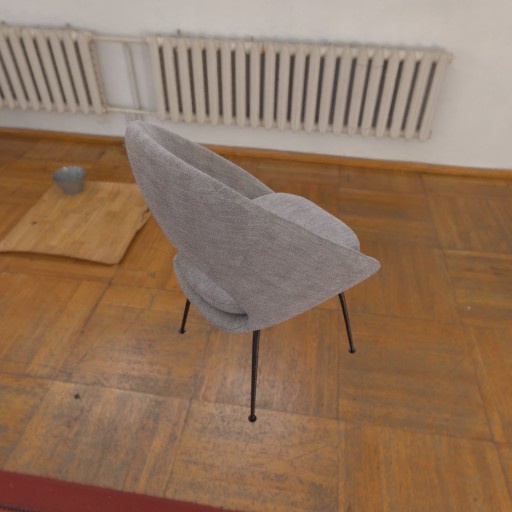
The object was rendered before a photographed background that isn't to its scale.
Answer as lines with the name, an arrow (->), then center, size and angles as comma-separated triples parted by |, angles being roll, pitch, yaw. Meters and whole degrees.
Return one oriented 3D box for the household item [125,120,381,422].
household item -> 0.000, 0.000, 1.306 | 0.587, 0.869, 0.643 | -25, 46, -27
